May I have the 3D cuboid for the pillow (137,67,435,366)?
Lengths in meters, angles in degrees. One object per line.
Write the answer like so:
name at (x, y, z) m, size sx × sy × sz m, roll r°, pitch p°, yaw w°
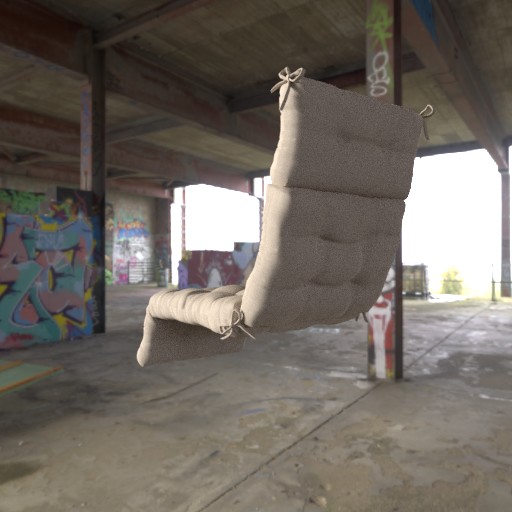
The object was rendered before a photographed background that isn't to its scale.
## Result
pillow at (0.000, 0.000, 1.490) m, size 0.526 × 0.863 × 1.016 m, roll 0°, pitch 0°, yaw -35°
